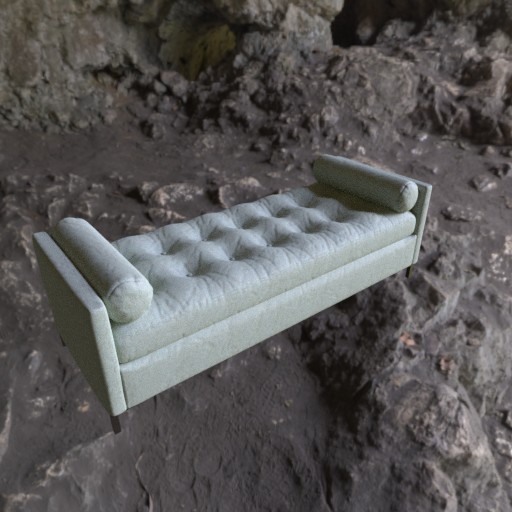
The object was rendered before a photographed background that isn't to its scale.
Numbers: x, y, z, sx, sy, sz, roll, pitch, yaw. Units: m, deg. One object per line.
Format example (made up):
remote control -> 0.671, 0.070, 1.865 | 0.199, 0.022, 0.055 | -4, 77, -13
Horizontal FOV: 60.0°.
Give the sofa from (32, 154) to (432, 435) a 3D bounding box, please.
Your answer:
sofa -> 0.000, 0.000, 2.502 | 2.102, 0.705, 0.796 | -21, 35, -32
